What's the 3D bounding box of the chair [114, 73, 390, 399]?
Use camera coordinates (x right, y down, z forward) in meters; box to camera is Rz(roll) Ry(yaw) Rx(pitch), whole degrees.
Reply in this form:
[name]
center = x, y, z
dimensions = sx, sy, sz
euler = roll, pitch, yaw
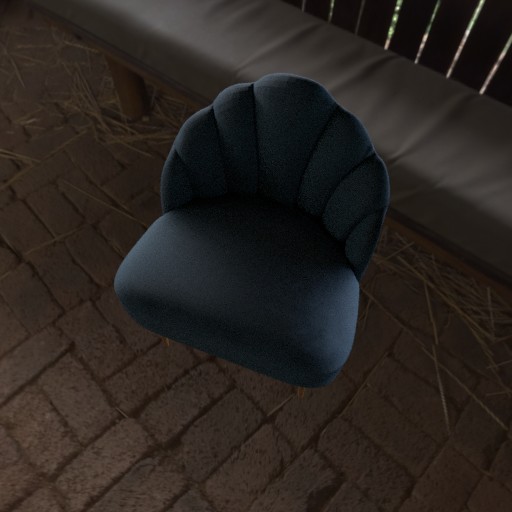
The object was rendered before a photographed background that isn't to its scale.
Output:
[chair]
center = 0.000, 0.000, 1.296
dimensions = 0.657, 0.819, 0.599
euler = 18, 61, 11
